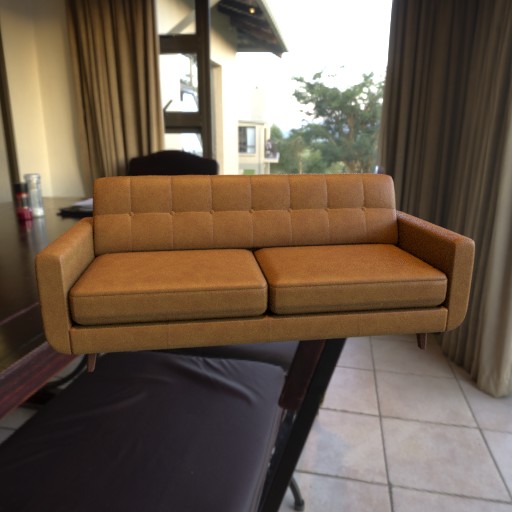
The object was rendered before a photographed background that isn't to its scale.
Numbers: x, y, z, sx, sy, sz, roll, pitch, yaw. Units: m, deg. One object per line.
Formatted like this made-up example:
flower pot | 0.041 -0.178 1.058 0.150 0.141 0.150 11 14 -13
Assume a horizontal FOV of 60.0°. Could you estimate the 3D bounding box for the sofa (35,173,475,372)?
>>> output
sofa | 0.000 0.000 2.602 2.137 0.892 0.980 -2 16 -7
